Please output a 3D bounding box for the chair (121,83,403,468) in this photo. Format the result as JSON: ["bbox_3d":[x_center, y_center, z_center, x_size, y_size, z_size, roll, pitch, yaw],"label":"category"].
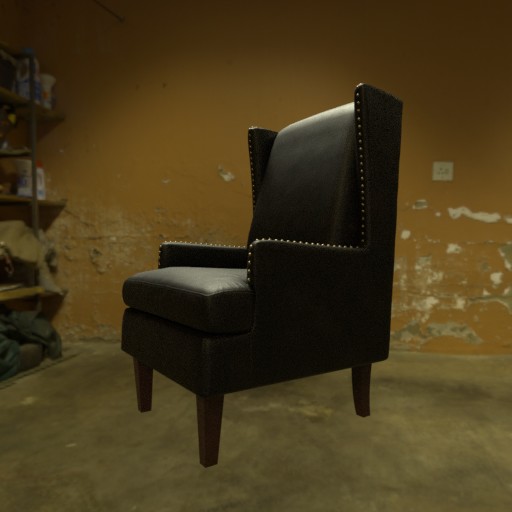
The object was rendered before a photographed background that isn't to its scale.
[{"bbox_3d":[0.000,0.000,1.614,0.799,1.142,0.703,-1,1,-35],"label":"chair"}]
